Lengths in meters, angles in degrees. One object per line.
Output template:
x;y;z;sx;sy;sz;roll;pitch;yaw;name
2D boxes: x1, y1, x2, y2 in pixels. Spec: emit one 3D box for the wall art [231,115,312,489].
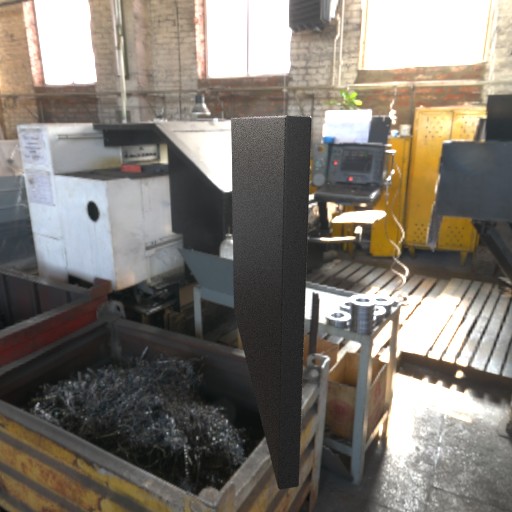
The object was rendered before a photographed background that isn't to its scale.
0.000;0.000;0.765;0.031;0.457;0.558;-3;17;-8;wall art
